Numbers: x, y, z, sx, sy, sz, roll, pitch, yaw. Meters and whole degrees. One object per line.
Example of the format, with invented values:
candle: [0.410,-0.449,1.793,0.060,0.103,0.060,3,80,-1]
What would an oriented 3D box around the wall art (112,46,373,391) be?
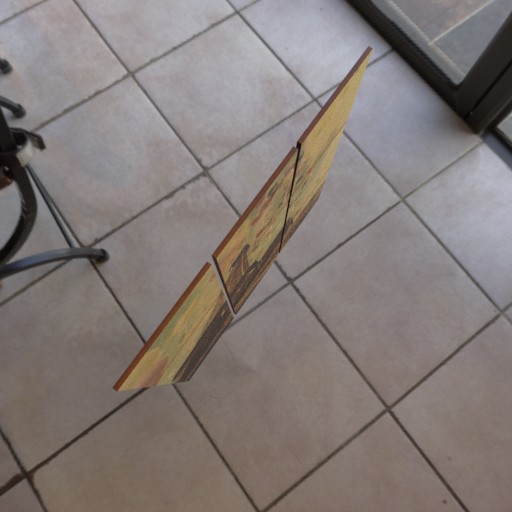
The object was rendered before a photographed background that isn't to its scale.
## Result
wall art: [0.000,0.000,1.862,0.017,1.246,1.256,34,78,8]
